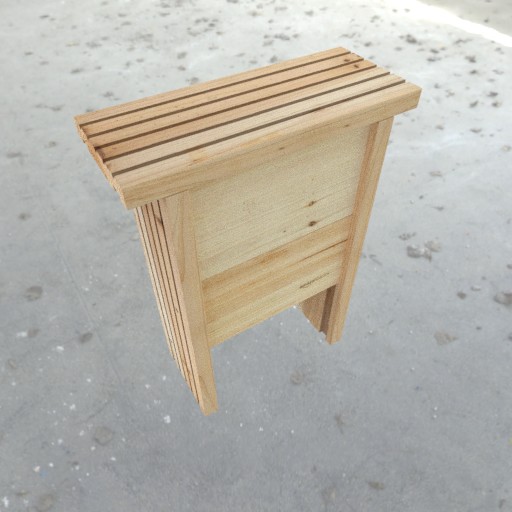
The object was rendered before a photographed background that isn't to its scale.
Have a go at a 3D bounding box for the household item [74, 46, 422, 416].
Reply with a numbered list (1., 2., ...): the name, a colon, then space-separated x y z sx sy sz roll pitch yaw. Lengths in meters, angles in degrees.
1. household item: 0.000 0.000 0.552 0.301 0.407 0.123 -24 50 -22
